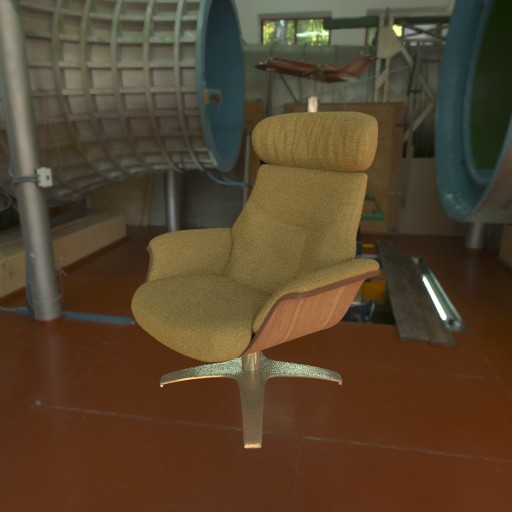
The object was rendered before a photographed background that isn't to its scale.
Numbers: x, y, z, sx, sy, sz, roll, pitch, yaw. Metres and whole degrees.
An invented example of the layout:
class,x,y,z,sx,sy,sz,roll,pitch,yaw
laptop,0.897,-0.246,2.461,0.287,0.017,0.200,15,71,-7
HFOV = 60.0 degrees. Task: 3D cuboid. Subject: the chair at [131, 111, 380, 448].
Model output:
class,x,y,z,sx,sy,sz,roll,pitch,yaw
chair,0.000,0.000,1.588,0.785,0.995,0.837,16,23,42
